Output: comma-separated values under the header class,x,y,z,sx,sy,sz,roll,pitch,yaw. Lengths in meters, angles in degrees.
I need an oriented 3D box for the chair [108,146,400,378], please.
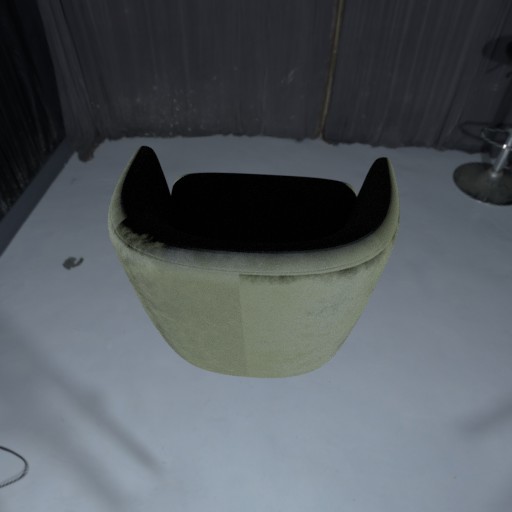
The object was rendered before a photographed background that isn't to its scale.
class,x,y,z,sx,sy,sz,roll,pitch,yaw
chair,0.000,0.000,1.357,0.773,0.698,0.767,4,46,3
